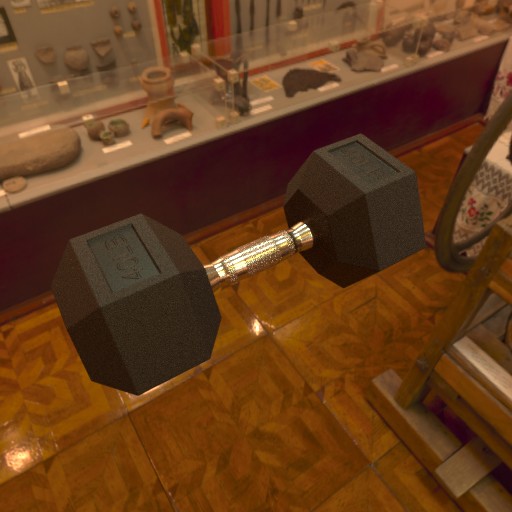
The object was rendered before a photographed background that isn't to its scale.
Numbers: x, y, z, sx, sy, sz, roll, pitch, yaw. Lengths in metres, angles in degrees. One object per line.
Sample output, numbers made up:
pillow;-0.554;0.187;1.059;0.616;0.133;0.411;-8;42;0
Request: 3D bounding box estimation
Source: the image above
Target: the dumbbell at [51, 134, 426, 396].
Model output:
dumbbell;0.000;0.000;0.440;0.361;0.137;0.157;-24;51;-21
